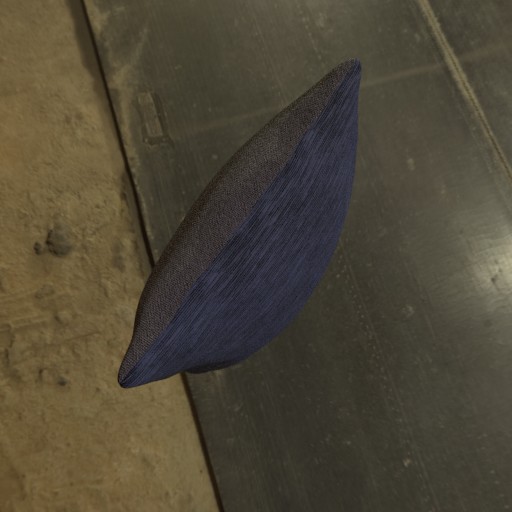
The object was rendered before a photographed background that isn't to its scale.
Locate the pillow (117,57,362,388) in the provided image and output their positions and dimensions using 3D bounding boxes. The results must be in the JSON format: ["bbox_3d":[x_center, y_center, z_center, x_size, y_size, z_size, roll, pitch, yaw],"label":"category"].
[{"bbox_3d":[0.000,0.000,0.681,0.204,0.439,0.452,34,78,8],"label":"pillow"}]
